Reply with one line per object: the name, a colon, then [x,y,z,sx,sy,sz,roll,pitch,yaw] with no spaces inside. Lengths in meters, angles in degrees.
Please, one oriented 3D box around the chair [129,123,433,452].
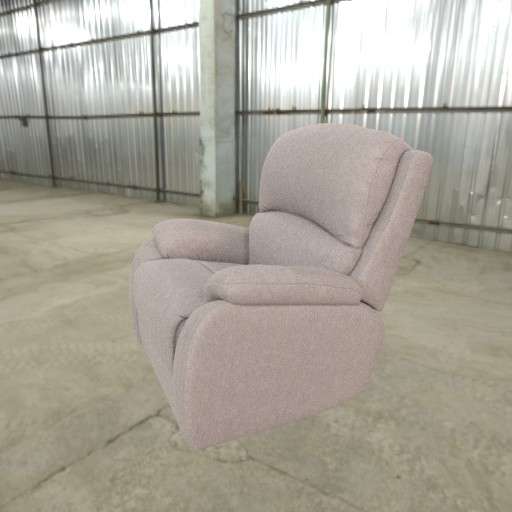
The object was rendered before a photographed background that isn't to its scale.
chair: [0.000,0.000,1.752,0.899,1.011,0.930,-7,17,-24]
